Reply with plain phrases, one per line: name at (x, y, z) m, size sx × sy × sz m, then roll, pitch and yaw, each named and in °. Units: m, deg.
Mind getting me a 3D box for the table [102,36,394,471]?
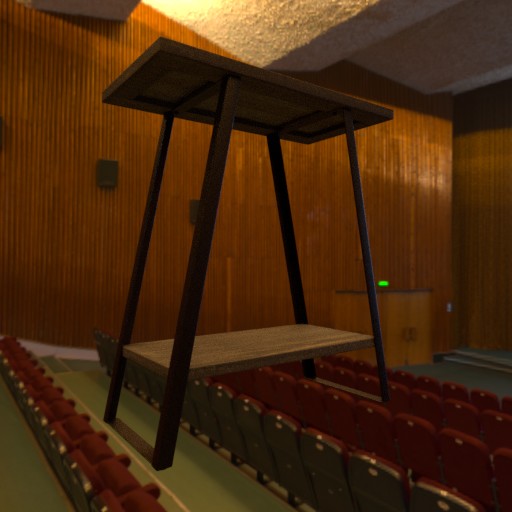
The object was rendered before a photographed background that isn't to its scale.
table at (0.000, 0.000, 1.004) m, size 0.599 × 0.701 × 0.300 m, roll 0°, pitch 0°, yaw -36°
